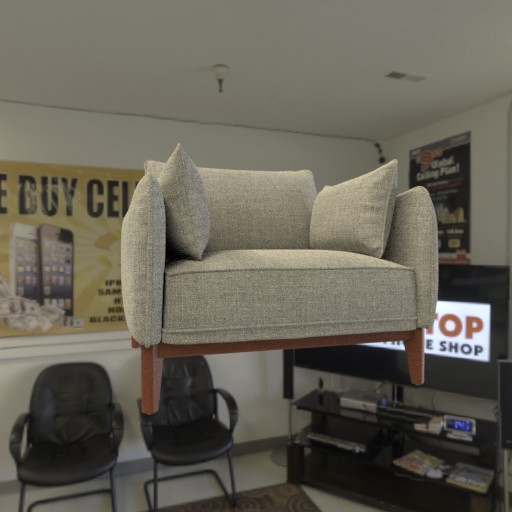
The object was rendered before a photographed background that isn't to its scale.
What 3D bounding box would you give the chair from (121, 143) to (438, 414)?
[{"bbox_3d":[0.000,0.000,1.713,0.993,0.839,0.976,0,1,-17],"label":"chair"}]
